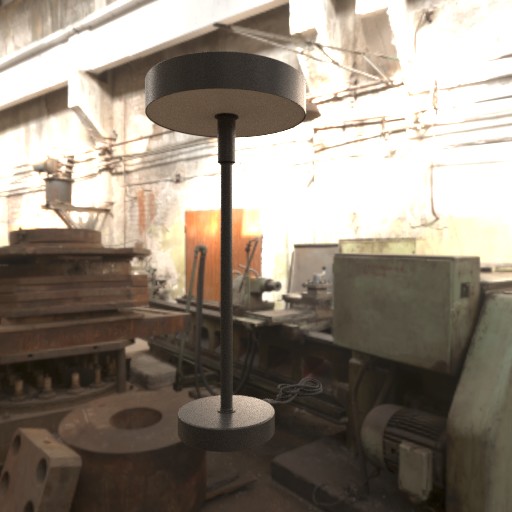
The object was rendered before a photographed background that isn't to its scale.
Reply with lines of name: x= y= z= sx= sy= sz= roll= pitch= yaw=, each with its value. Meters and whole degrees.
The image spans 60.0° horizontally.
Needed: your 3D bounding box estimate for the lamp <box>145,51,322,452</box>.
lamp: x=0.000 y=0.000 z=0.699 sx=0.229 sy=0.508 sz=0.369 roll=0 pitch=0 yaw=37
